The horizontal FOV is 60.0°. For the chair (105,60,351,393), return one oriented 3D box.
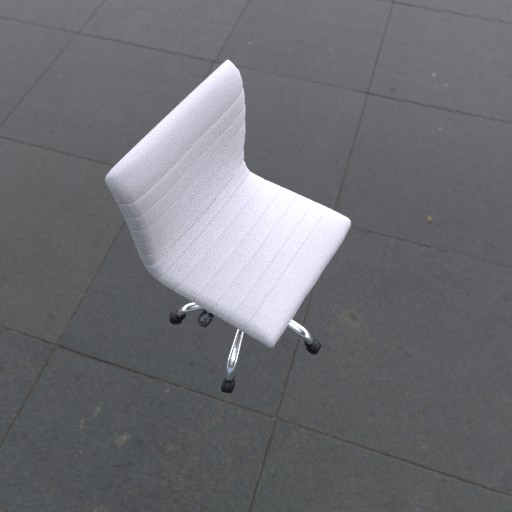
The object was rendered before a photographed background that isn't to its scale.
[{"bbox_3d":[0.000,0.000,1.094,0.455,0.750,0.520,29,64,16],"label":"chair"}]
